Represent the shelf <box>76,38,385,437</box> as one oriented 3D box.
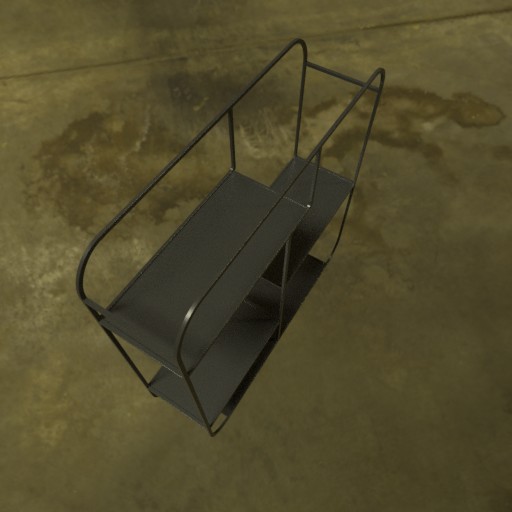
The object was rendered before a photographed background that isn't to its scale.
[{"bbox_3d":[0.000,0.000,0.881,0.160,0.600,0.600,28,62,17],"label":"shelf"}]
